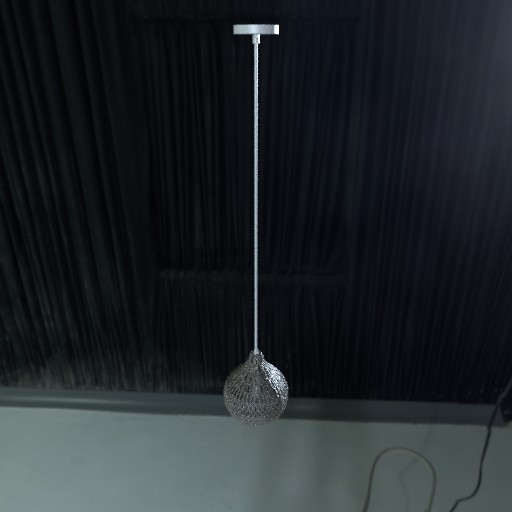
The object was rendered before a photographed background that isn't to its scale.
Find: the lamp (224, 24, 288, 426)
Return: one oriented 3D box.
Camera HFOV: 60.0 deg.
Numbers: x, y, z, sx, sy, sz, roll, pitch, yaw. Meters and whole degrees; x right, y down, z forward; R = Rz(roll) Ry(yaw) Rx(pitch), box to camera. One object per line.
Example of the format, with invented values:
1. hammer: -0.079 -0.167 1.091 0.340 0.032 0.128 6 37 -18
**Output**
1. lamp: 0.000 0.000 2.078 0.355 1.919 0.355 -1 26 -1
